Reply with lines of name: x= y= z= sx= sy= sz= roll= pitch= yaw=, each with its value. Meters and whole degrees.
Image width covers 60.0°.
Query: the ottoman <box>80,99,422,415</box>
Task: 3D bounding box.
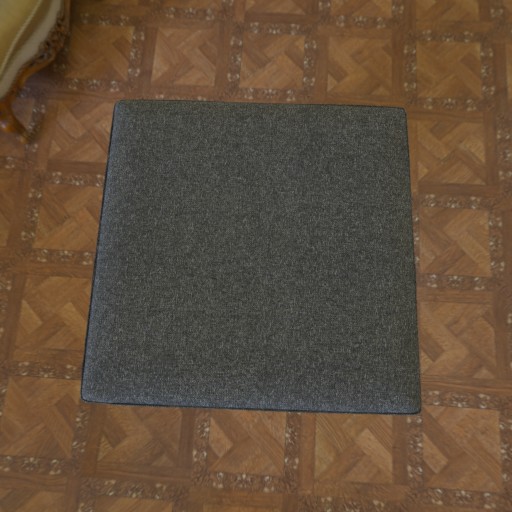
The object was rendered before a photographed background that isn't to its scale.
ottoman: x=0.000 y=0.000 z=1.564 sx=1.021 sy=0.423 sz=1.017 roll=2 pitch=76 yaw=1
